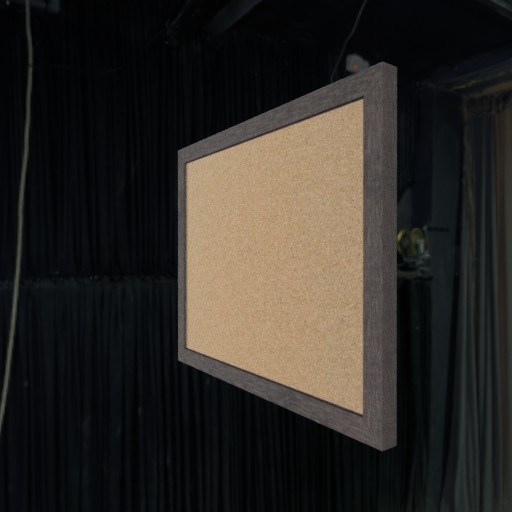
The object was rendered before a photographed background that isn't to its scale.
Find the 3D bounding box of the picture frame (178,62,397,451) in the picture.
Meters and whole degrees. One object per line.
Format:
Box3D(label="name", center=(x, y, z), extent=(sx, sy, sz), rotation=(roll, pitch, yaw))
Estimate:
Box3D(label="picture frame", center=(0.000, 0.000, 0.747), extent=(0.026, 0.455, 0.546), rotation=(0, 0, -35))
